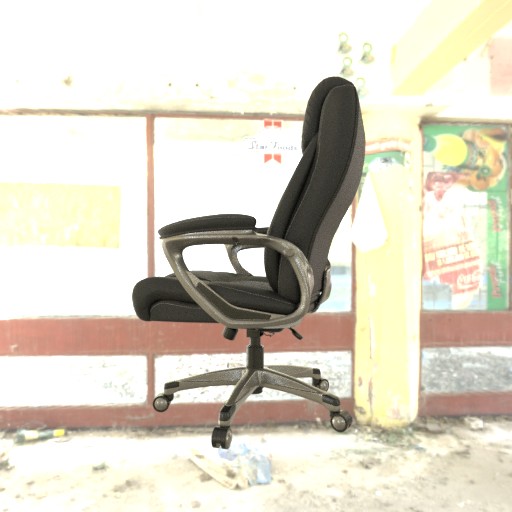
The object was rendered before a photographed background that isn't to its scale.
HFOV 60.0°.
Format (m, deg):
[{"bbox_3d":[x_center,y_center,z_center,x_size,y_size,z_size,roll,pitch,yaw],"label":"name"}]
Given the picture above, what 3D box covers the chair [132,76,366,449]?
[{"bbox_3d":[0.000,0.000,1.672,0.784,1.167,0.741,0,0,17],"label":"chair"}]
